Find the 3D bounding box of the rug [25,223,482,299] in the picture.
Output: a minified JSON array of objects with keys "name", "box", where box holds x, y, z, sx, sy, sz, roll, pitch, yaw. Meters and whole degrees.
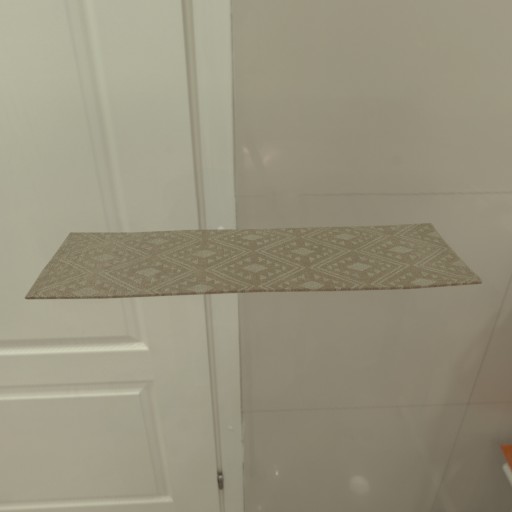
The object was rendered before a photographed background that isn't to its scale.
[{"name":"rug","box":[0.000,0.000,2.684,2.452,0.051,0.752,-1,30,-2]}]
